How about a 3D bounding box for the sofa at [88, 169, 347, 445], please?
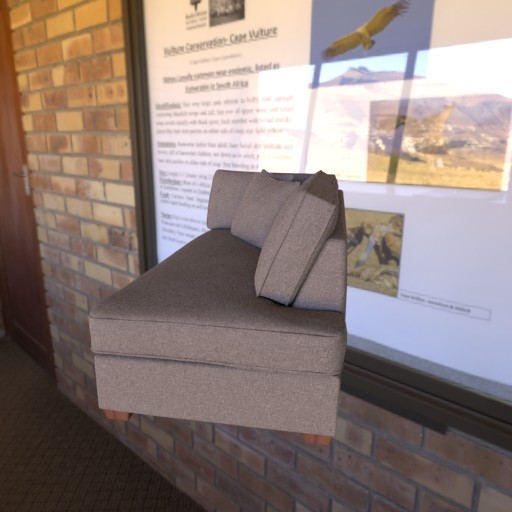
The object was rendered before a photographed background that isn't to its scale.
[{"bbox_3d":[0.000,0.000,2.816,1.110,1.033,2.237,3,15,10],"label":"sofa"}]
